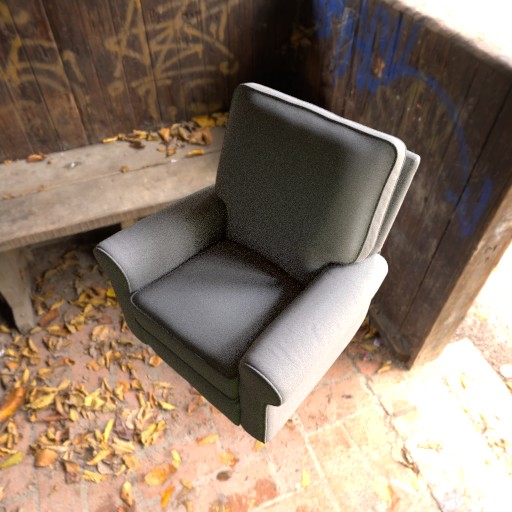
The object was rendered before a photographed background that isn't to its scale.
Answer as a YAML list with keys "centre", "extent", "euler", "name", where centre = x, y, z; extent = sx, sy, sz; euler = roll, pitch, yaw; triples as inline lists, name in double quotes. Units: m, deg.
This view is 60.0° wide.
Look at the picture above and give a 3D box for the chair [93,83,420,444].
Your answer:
- centre: [0.000, 0.000, 1.691]
  extent: [0.890, 0.960, 0.878]
  euler: [32, 56, 25]
  name: "chair"
